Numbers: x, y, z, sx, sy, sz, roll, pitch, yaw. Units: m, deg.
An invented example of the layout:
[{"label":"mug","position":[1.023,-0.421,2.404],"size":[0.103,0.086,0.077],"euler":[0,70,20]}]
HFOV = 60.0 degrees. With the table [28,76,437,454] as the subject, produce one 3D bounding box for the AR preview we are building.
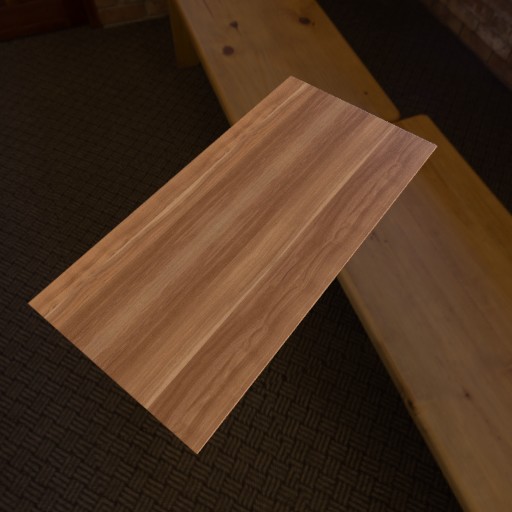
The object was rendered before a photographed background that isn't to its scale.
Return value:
[{"label":"table","position":[0.000,0.000,2.540],"size":[1.000,0.770,2.000],"euler":[33,64,19]}]
